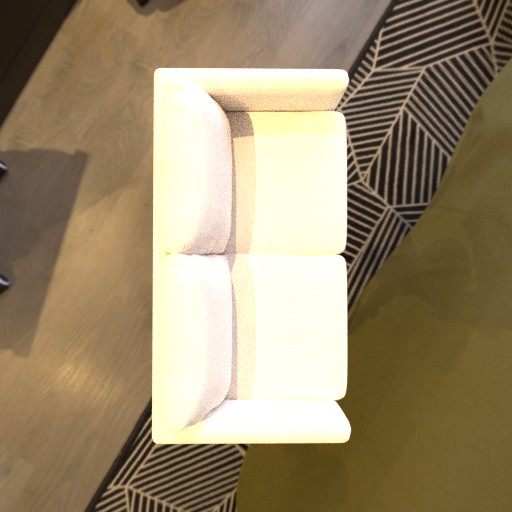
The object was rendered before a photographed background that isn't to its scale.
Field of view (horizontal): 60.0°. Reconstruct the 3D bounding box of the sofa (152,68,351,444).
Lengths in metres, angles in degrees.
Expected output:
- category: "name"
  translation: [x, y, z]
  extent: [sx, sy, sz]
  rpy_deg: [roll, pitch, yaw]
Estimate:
- category: "sofa"
  translation: [0.000, 0.000, 2.258]
  extent: [0.940, 0.893, 1.713]
  rpy_deg: [0, 89, -1]
